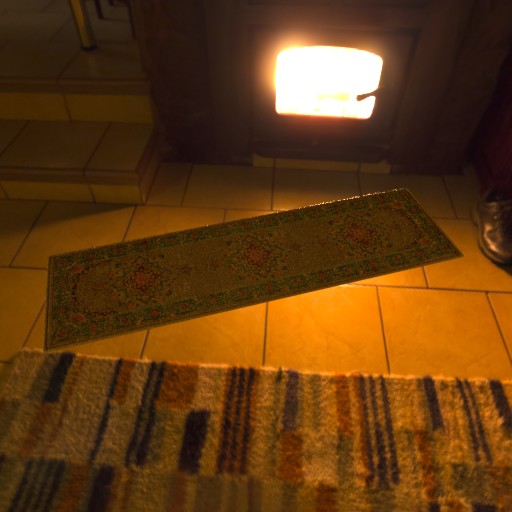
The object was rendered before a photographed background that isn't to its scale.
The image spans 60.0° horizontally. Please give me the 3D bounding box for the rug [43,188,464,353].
[{"bbox_3d":[0.000,0.000,2.540,2.297,0.019,0.659,-12,48,-11],"label":"rug"}]
